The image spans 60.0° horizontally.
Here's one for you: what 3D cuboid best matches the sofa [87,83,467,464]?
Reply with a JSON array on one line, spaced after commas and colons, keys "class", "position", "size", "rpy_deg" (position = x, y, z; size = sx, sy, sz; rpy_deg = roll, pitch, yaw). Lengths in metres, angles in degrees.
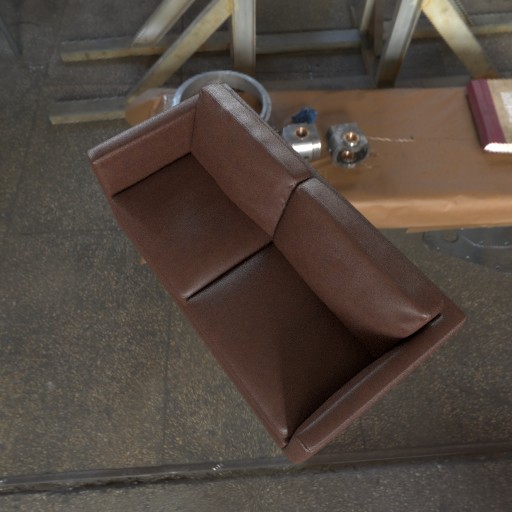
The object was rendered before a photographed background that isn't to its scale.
[{"class": "sofa", "position": [0.000, 0.000, 2.401], "size": [0.951, 0.933, 1.883], "rpy_deg": [-34, 67, -17]}]
